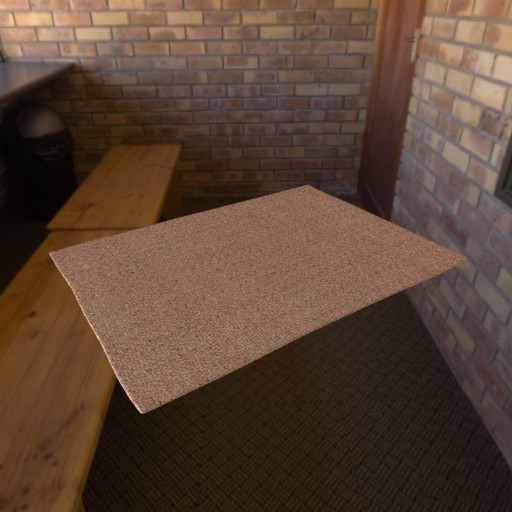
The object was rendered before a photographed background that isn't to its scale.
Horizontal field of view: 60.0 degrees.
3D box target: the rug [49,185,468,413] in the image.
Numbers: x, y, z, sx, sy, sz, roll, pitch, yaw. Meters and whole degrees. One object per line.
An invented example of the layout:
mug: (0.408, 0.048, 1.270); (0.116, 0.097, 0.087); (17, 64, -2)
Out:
rug: (0.000, 0.000, 2.778); (2.141, 0.013, 1.566); (-19, 35, -29)
